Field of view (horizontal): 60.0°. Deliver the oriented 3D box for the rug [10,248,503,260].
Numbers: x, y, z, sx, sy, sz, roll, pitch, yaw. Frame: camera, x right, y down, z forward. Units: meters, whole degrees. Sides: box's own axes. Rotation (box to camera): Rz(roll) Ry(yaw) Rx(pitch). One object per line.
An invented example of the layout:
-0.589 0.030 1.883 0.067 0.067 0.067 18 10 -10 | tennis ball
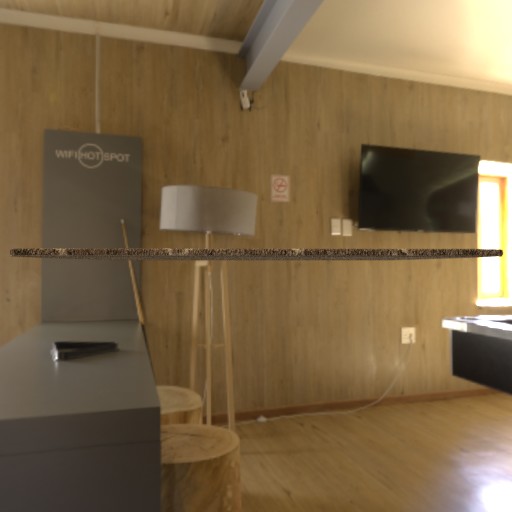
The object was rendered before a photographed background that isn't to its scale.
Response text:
0.000 0.000 2.192 1.778 0.030 1.219 0 -1 -1 | rug
